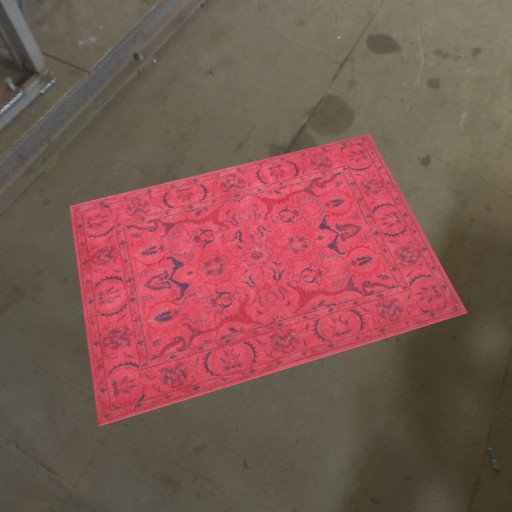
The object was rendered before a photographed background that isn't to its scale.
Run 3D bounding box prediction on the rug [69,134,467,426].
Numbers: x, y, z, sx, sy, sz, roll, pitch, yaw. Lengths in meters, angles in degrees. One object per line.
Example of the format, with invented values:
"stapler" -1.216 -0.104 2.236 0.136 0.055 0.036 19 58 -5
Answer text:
"rug" 0.000 0.000 2.332 1.814 0.008 1.209 -15 64 -8
